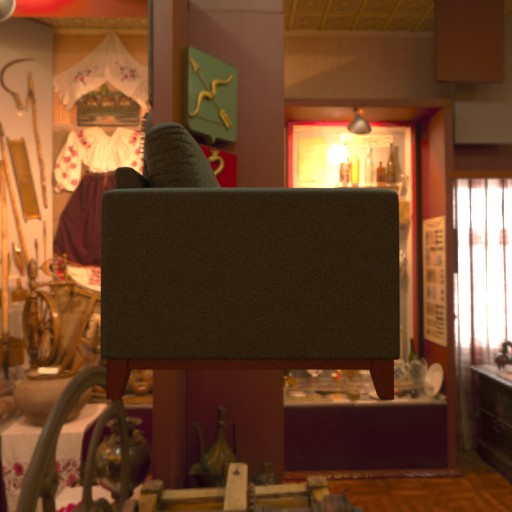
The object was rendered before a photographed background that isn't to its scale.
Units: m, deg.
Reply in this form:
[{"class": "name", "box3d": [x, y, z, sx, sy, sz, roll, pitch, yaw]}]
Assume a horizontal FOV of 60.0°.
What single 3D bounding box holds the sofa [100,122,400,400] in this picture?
[{"class": "sofa", "box3d": [0.000, 0.000, 2.085, 0.955, 0.903, 1.489, 0, -1, 0]}]
